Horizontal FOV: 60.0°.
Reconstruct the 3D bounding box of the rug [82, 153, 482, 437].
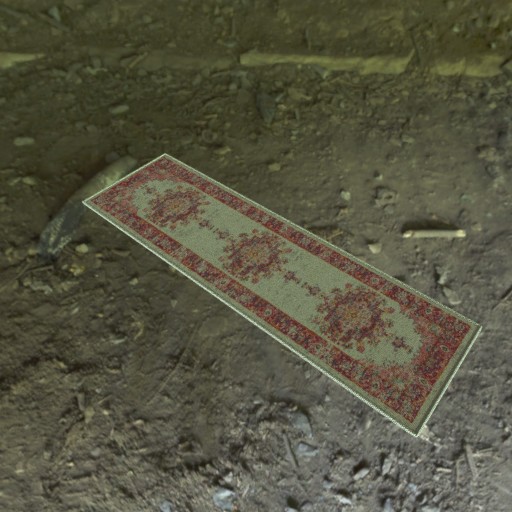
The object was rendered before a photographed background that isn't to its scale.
[{"bbox_3d":[0.000,0.000,1.970,1.824,0.009,0.562,32,54,26],"label":"rug"}]
